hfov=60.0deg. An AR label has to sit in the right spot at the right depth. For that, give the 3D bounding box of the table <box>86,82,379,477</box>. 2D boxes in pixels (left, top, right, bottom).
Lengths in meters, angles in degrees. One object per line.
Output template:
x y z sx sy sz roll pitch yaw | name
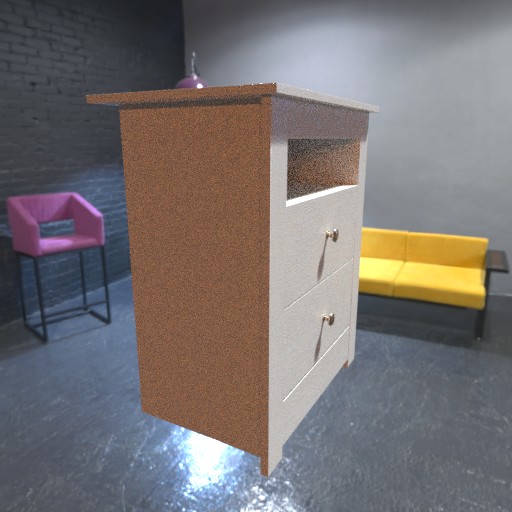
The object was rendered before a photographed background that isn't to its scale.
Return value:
0.000 0.000 1.081 0.406 0.711 0.589 8 17 28 | table
